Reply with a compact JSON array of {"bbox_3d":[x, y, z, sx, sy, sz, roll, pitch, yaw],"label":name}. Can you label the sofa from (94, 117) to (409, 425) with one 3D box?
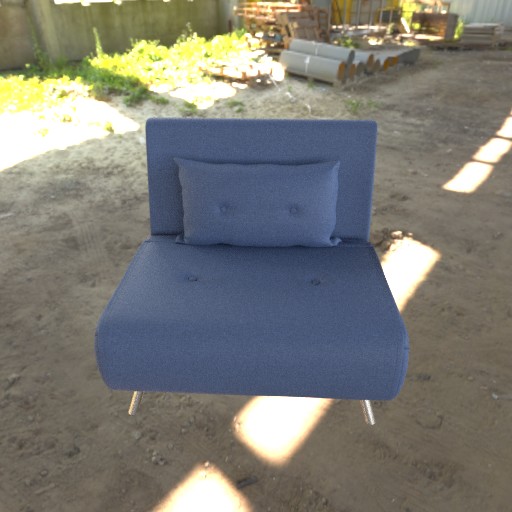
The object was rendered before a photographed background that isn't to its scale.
[{"bbox_3d":[0.000,0.000,1.739,0.999,0.860,0.996,1,31,2],"label":"sofa"}]
